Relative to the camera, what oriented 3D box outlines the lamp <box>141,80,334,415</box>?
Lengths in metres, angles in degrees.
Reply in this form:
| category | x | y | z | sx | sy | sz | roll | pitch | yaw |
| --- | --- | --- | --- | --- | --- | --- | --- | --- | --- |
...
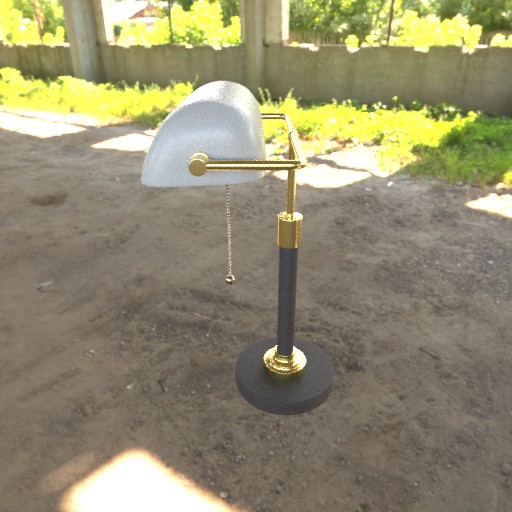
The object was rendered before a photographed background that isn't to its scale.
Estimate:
| category | x | y | z | sx | sy | sz | roll | pitch | yaw |
| --- | --- | --- | --- | --- | --- | --- | --- | --- | --- |
| lamp | 0.000 | 0.000 | 0.564 | 0.227 | 0.404 | 0.269 | 0 | 27 | 0 |
